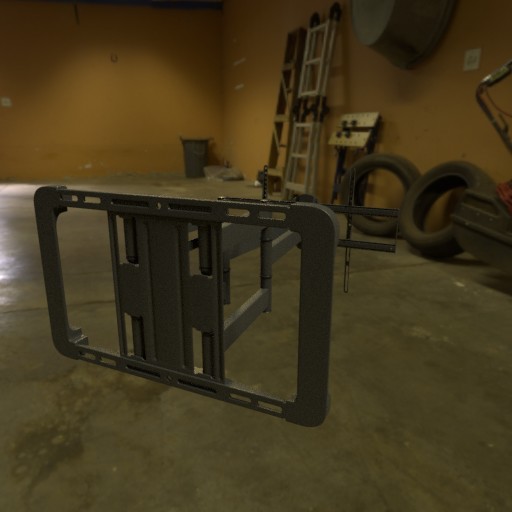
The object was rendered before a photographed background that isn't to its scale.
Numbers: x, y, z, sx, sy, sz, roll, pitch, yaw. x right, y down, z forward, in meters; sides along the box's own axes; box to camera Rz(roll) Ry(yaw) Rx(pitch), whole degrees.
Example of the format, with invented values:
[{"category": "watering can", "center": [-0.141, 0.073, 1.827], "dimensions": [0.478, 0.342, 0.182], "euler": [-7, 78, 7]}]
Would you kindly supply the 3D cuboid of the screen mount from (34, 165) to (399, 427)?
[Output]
[{"category": "screen mount", "center": [0.000, 0.000, 1.336], "dimensions": [0.725, 0.483, 0.905], "euler": [7, 17, 25]}]
